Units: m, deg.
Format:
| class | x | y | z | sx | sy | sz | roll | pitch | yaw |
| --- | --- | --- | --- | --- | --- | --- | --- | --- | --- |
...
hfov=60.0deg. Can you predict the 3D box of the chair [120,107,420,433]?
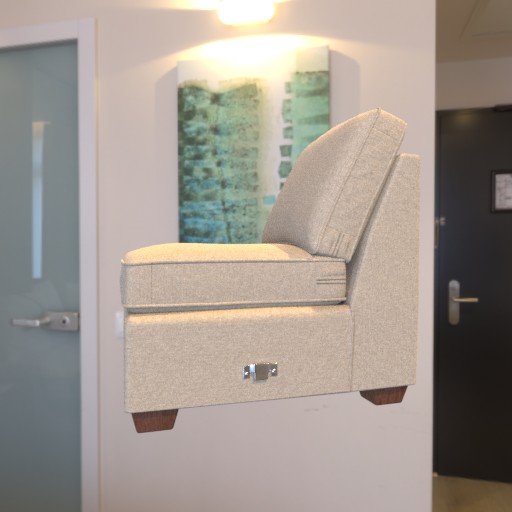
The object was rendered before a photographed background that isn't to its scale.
| class | x | y | z | sx | sy | sz | roll | pitch | yaw |
| --- | --- | --- | --- | --- | --- | --- | --- | --- | --- |
| chair | 0.000 | 0.000 | 1.734 | 1.020 | 1.058 | 0.674 | 0 | 1 | -17 |
